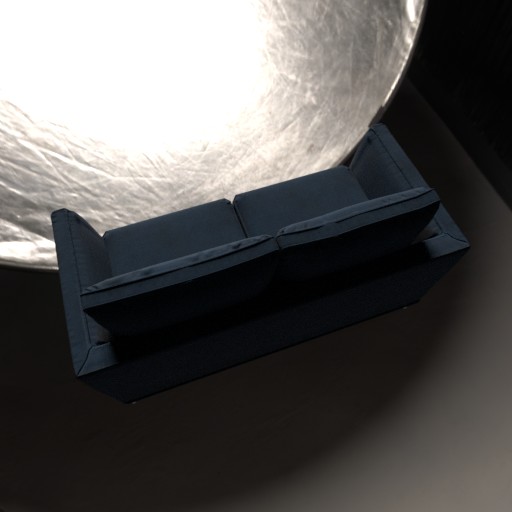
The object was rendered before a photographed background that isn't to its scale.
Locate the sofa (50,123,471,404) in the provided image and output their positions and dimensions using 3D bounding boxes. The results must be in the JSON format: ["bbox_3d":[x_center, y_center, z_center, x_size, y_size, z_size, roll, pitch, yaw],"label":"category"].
[{"bbox_3d":[0.000,0.000,2.247,1.770,1.002,0.853,-17,61,-10],"label":"sofa"}]
